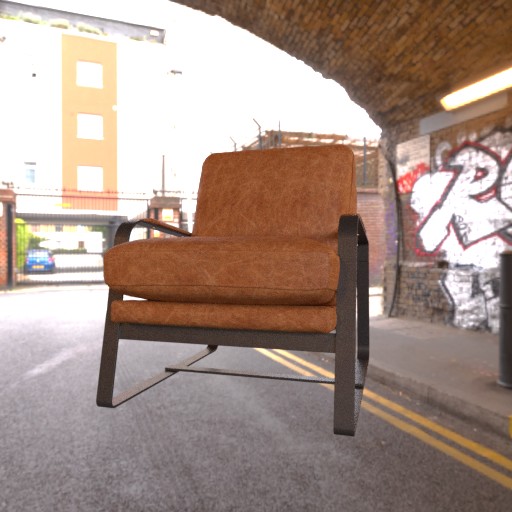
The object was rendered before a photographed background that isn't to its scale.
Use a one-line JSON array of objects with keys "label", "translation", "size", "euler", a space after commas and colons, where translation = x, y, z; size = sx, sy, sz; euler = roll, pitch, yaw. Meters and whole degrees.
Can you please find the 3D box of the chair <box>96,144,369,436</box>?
[{"label": "chair", "translation": [0.000, 0.000, 1.369], "size": [0.651, 0.777, 0.801], "euler": [0, 0, 17]}]
